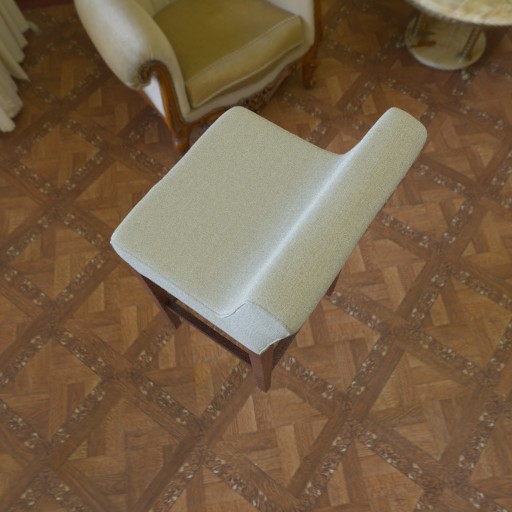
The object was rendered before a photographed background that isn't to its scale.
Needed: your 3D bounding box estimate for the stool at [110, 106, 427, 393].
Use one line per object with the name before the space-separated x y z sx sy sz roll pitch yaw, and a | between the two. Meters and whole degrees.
stool | 0.000 0.000 1.241 0.500 0.937 0.511 32 69 14
